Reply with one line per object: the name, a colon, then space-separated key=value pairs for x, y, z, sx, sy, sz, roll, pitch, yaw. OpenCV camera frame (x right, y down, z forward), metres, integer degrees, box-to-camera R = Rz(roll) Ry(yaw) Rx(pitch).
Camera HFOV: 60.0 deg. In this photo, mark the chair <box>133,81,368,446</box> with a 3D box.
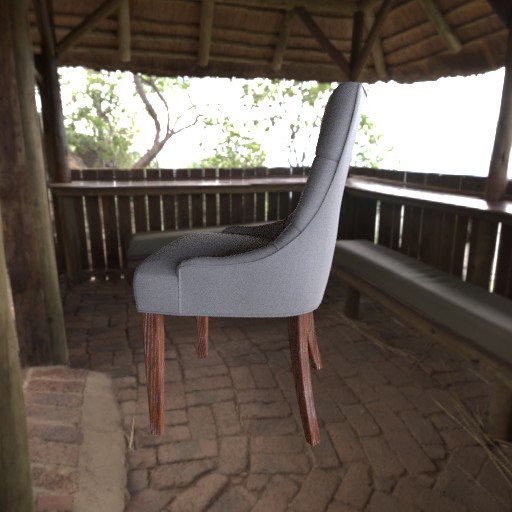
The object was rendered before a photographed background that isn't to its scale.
chair: x=0.000 y=0.000 z=1.256 sx=0.565 sy=0.874 sz=0.509 roll=2 pitch=14 yaw=9
